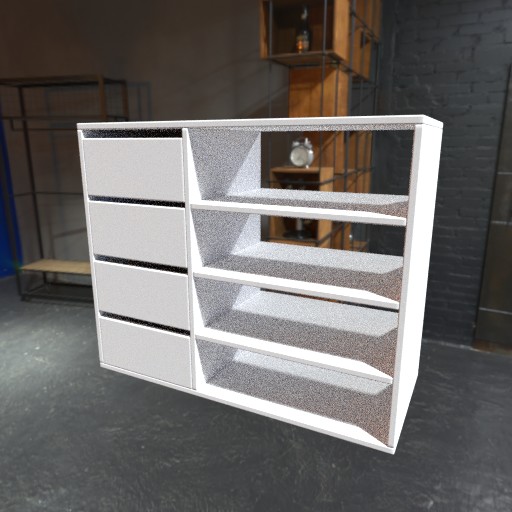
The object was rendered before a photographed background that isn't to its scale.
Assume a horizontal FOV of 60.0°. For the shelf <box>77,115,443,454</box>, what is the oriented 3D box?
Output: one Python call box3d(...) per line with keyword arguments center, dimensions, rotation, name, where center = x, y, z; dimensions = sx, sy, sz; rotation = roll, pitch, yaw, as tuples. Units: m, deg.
box3d(center=(0.000, 0.000, 1.273), dimensions=(0.895, 0.732, 0.396), rotation=(7, 16, 26), name="shelf")
